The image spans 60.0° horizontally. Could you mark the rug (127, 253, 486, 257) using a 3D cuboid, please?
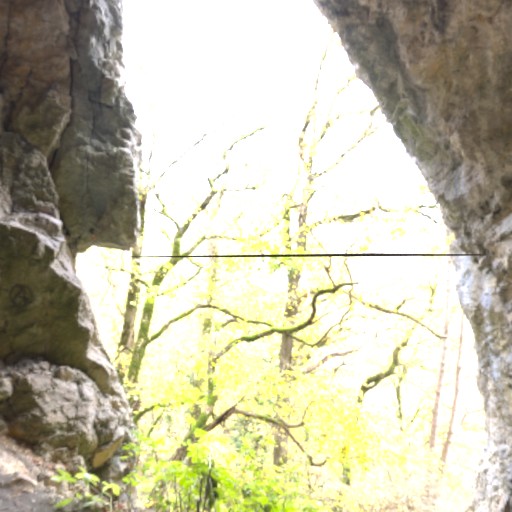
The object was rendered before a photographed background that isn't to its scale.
[{"bbox_3d":[0.000,0.000,2.730,0.771,0.009,2.443,0,0,-36],"label":"rug"}]
